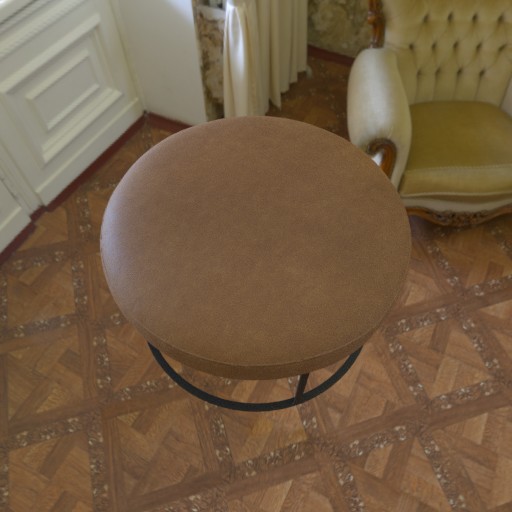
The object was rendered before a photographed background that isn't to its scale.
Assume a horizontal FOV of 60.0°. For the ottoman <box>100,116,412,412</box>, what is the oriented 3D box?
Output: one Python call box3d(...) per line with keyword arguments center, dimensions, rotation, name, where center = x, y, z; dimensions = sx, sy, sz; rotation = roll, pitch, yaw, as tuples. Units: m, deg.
box3d(center=(0.000, 0.000, 1.242), dimensions=(0.771, 0.460, 0.771), rotation=(0, 57, 0), name="ottoman")
